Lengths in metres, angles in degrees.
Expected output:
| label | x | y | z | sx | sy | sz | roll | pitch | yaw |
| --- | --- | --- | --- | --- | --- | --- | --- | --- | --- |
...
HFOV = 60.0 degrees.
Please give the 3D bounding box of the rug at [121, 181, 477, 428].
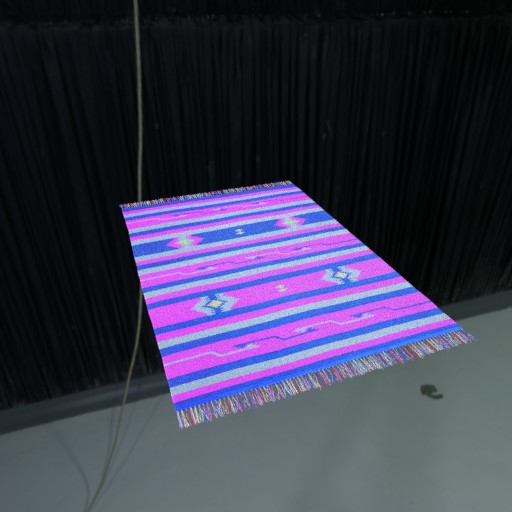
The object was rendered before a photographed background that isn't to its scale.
| label | x | y | z | sx | sy | sz | roll | pitch | yaw |
| --- | --- | --- | --- | --- | --- | --- | --- | --- | --- |
| rug | 0.000 | 0.000 | 2.958 | 1.539 | 0.013 | 2.350 | -11 | 33 | -17 |
